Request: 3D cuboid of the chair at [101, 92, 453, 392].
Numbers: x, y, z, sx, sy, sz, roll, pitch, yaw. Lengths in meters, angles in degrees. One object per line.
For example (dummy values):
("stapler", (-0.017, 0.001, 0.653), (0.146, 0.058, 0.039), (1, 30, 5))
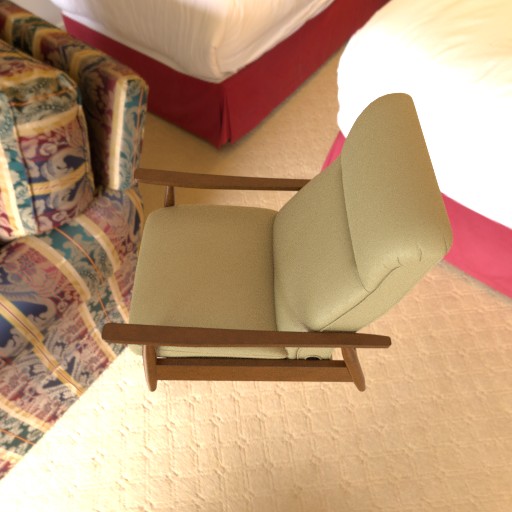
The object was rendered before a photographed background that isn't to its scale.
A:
("chair", (0.000, 0.000, 1.715), (1.014, 1.082, 0.762), (0, 57, 0))
